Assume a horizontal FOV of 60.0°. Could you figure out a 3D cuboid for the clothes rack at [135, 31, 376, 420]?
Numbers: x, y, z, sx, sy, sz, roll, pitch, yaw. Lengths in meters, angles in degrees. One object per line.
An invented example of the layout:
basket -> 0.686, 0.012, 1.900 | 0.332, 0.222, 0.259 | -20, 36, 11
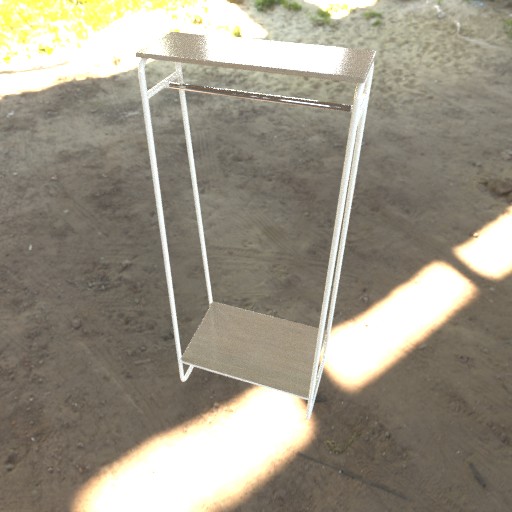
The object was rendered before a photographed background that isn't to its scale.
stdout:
clothes rack -> 0.000, 0.000, 1.734 | 0.640, 1.512, 0.400 | 13, 42, 14
